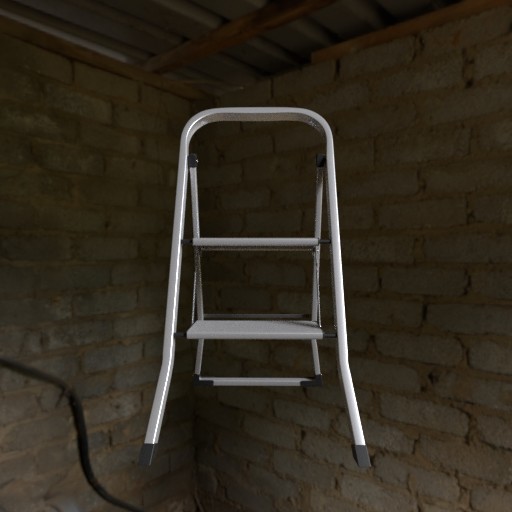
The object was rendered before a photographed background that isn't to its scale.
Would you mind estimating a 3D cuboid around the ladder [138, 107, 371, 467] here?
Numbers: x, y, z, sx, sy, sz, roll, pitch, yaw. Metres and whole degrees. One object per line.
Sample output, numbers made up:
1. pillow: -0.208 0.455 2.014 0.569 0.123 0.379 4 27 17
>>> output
1. ladder: 0.000 0.000 1.140 0.465 0.830 0.530 0 1 1
